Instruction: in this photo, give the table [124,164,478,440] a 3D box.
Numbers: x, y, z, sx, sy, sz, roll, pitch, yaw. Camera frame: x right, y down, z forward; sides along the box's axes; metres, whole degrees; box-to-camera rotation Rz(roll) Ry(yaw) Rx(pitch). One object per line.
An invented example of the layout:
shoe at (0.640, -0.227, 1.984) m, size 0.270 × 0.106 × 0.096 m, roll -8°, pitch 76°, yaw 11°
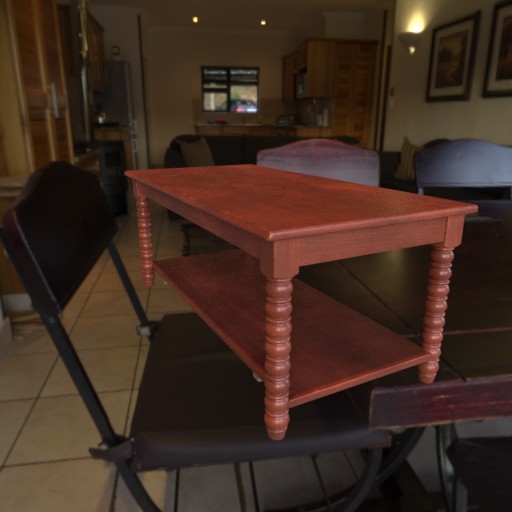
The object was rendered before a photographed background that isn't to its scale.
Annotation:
table at (0.000, 0.000, 1.480) m, size 0.580 × 0.485 × 1.171 m, roll -9°, pitch 19°, yaw -27°
